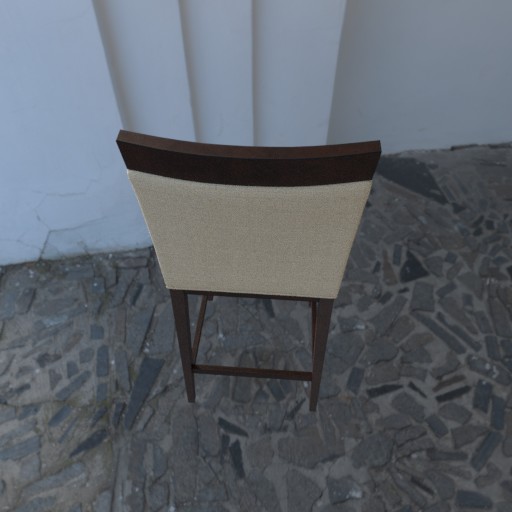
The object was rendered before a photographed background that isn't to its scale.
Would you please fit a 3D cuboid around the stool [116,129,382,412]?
[{"bbox_3d":[0.000,0.000,1.402,0.511,1.117,0.531,3,47,3],"label":"stool"}]
